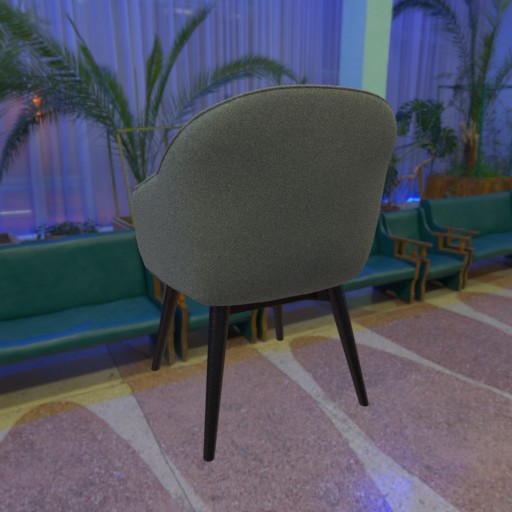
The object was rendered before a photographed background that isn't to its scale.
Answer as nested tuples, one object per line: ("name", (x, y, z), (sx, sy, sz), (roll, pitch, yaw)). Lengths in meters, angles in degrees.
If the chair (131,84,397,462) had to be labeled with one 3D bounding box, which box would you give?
("chair", (0.000, 0.000, 1.197), (0.589, 0.810, 0.611), (-8, 17, -27))
